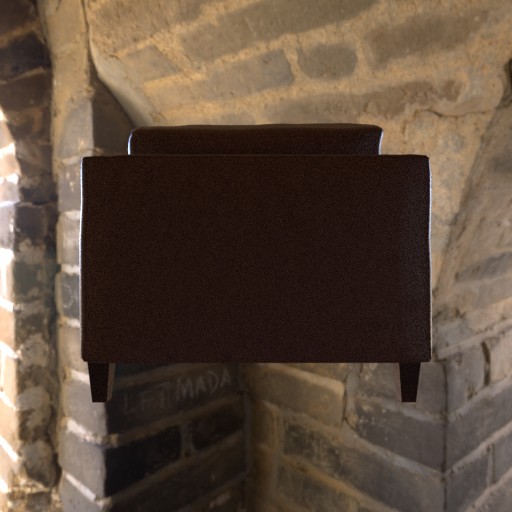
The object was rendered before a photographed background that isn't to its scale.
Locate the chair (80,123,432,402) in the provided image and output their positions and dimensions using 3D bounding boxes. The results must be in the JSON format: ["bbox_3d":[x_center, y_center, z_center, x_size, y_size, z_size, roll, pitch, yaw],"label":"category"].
[{"bbox_3d":[0.000,0.000,1.811,1.107,0.917,0.959,0,-1,0],"label":"chair"}]
